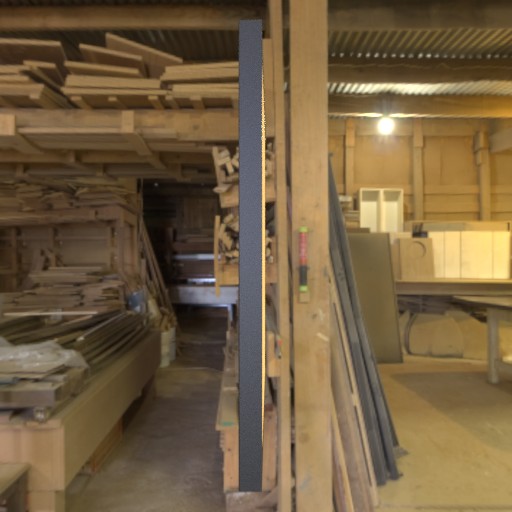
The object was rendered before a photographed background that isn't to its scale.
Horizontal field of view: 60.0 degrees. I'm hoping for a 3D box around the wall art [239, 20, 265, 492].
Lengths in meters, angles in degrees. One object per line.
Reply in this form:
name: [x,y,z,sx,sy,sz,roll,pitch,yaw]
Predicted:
wall art: [0.000,0.000,0.694,0.025,0.508,0.432,0,0,2]
